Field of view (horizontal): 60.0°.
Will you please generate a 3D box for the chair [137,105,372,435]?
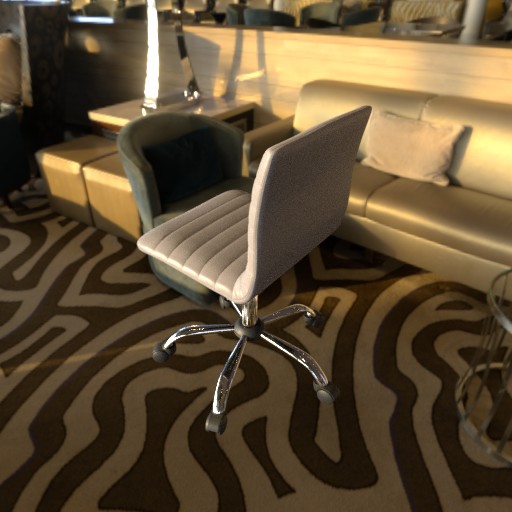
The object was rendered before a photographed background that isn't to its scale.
[{"bbox_3d":[0.000,0.000,1.146,0.542,0.750,0.569,21,37,30],"label":"chair"}]
